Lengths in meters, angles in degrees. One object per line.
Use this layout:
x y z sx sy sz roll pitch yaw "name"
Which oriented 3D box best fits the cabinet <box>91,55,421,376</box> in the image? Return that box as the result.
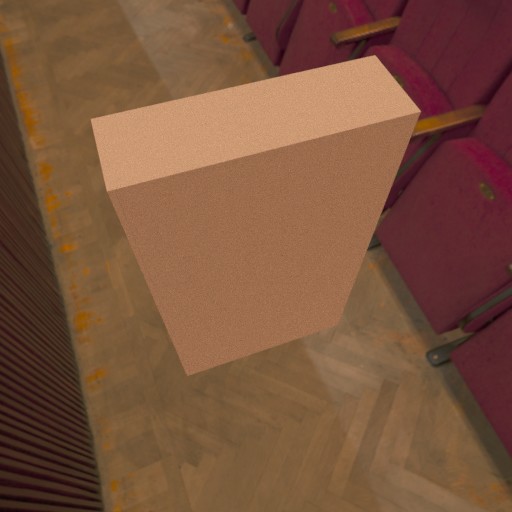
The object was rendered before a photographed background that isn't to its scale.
0.000 0.000 1.599 0.750 1.280 0.250 -17 59 -10 "cabinet"
